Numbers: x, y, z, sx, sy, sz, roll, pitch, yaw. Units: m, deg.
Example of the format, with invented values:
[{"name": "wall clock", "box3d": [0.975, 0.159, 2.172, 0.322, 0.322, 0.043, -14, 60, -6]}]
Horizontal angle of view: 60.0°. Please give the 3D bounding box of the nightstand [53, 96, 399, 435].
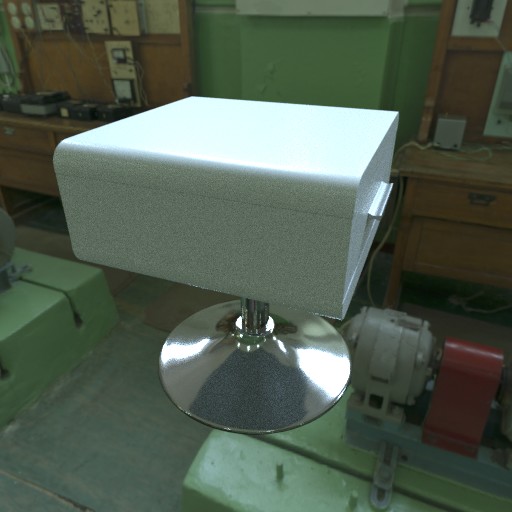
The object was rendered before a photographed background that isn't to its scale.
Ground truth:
[{"name": "nightstand", "box3d": [0.000, 0.000, 0.763, 0.404, 0.447, 0.399, 11, 31, 19]}]
